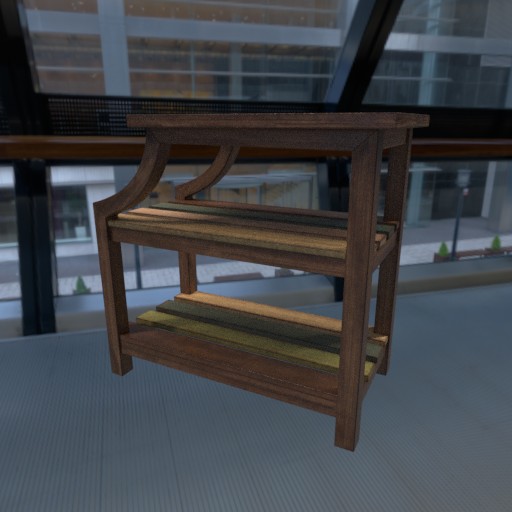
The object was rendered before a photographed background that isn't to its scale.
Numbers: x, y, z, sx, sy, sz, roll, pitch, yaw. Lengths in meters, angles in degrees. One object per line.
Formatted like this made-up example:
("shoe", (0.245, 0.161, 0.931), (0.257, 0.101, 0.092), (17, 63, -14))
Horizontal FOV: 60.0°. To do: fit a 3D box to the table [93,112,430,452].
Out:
("table", (0.000, 0.000, 0.964), (0.609, 0.584, 0.356), (9, 19, 26))
